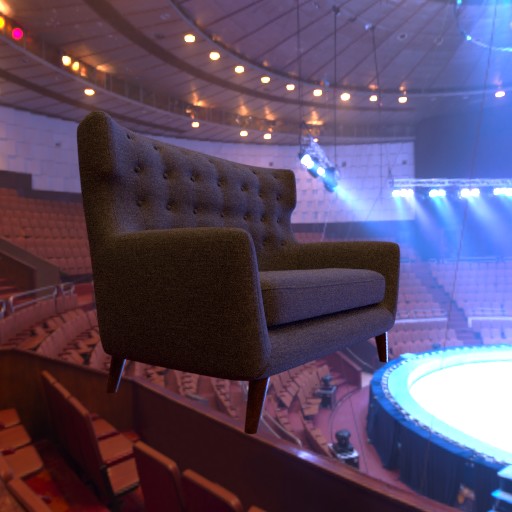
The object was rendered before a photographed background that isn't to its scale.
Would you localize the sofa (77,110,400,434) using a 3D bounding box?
[{"bbox_3d":[0.000,0.000,1.953,0.874,1.028,1.358,0,0,36],"label":"sofa"}]
